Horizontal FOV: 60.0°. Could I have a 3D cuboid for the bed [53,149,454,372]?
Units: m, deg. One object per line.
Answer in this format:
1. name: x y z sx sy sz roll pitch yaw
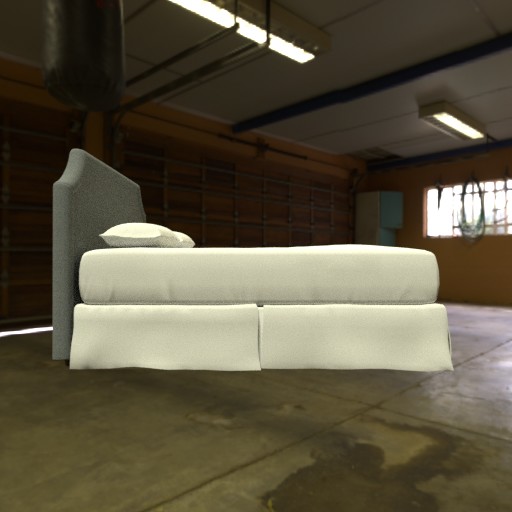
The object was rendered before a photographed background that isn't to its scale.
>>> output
1. bed: 0.000 0.000 3.337 2.259 1.296 1.811 0 0 0
